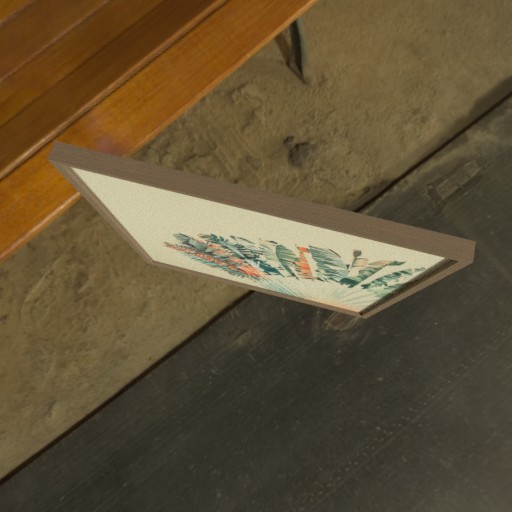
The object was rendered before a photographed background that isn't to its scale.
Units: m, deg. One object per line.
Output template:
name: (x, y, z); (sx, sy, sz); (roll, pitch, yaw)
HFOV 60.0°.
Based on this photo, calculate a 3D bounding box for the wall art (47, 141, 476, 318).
wall art: (0.000, 0.000, 1.139); (0.761, 0.758, 0.038); (14, 75, 4)
